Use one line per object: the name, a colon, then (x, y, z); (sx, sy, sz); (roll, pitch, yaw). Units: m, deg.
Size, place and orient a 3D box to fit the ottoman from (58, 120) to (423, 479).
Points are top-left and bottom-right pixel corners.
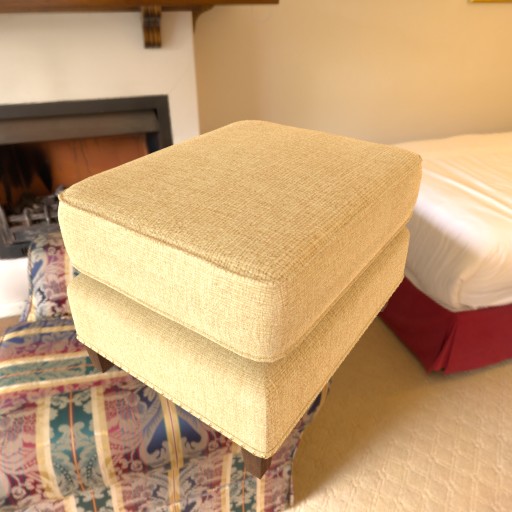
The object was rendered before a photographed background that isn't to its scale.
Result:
ottoman: (0.000, 0.000, 1.121); (0.589, 0.537, 0.738); (21, 38, 29)
